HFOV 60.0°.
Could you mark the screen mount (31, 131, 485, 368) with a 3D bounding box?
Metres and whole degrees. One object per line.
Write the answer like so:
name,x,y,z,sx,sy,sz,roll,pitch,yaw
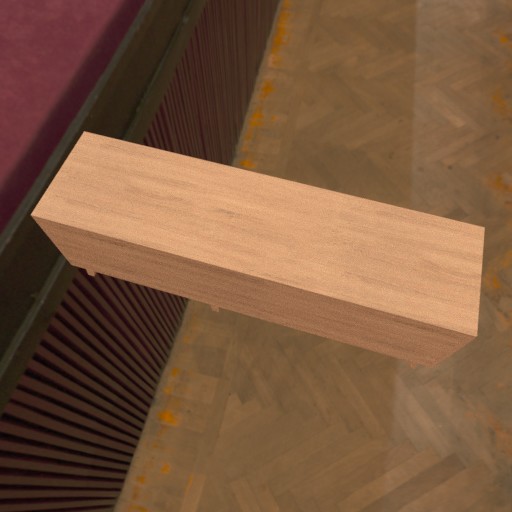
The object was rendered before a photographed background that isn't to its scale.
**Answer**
screen mount,0.000,0.000,1.739,1.500,0.510,0.400,15,63,8
